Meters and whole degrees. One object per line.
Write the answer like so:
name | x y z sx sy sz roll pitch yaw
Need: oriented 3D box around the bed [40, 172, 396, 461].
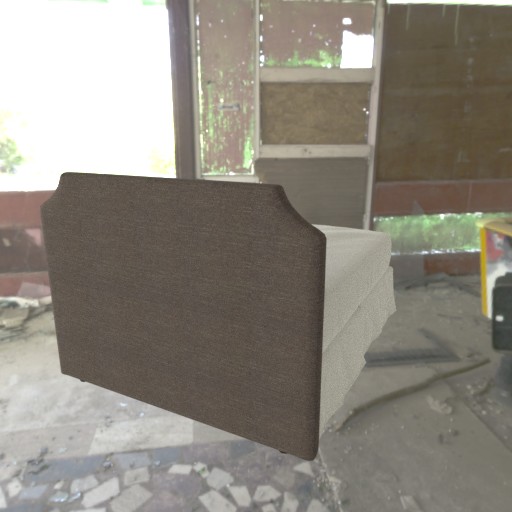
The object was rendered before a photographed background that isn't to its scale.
bed | 0.000 0.000 3.139 1.693 1.290 2.116 8 18 26
